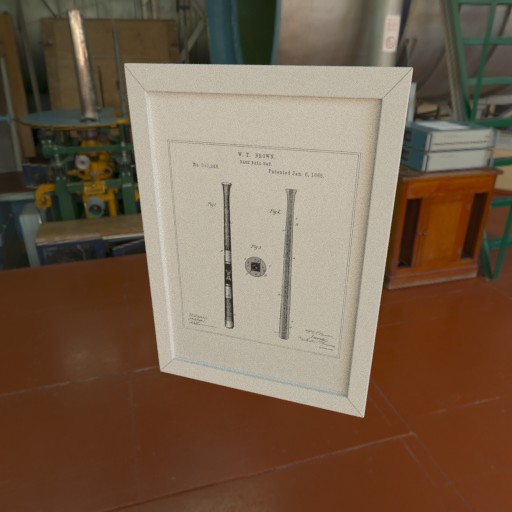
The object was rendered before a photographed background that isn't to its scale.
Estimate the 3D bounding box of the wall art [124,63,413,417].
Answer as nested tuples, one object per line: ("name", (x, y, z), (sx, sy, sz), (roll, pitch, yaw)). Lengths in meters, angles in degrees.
("wall art", (0.000, 0.000, 0.669), (0.374, 0.529, 0.012), (8, 27, 16))
